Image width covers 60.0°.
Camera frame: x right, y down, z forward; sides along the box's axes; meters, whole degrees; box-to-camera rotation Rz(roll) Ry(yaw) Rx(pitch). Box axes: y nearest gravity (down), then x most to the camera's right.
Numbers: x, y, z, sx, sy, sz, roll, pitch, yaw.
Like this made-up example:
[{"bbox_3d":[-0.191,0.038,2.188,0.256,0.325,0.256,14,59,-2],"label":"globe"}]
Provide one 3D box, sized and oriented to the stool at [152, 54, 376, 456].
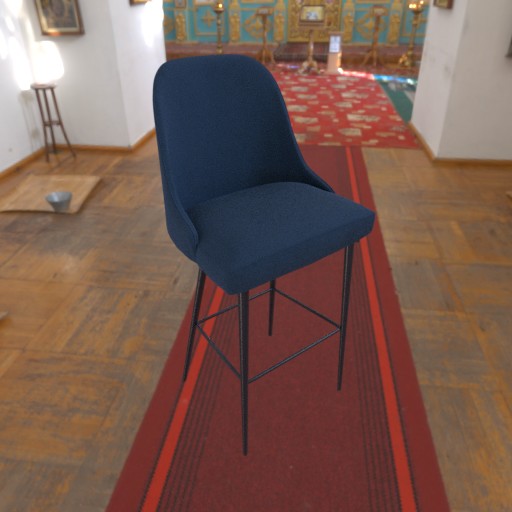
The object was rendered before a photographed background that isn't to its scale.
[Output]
[{"bbox_3d":[0.000,0.000,1.351,0.527,1.079,0.489,-22,37,-32],"label":"stool"}]
